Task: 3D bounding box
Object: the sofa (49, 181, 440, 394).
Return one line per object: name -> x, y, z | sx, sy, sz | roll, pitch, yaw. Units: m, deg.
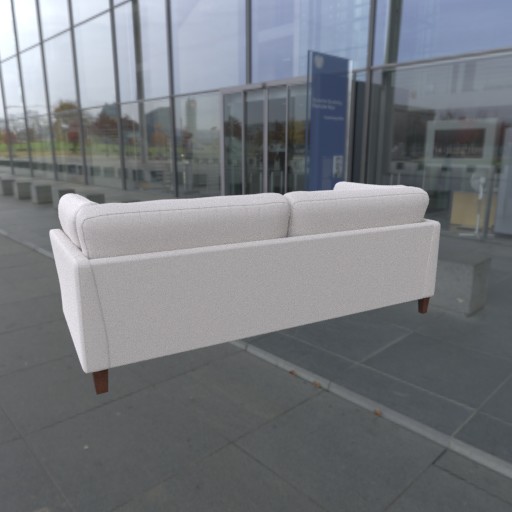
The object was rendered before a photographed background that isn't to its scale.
sofa -> 0.000, 0.000, 2.816 | 2.301, 0.863, 0.957 | -7, 16, -28
